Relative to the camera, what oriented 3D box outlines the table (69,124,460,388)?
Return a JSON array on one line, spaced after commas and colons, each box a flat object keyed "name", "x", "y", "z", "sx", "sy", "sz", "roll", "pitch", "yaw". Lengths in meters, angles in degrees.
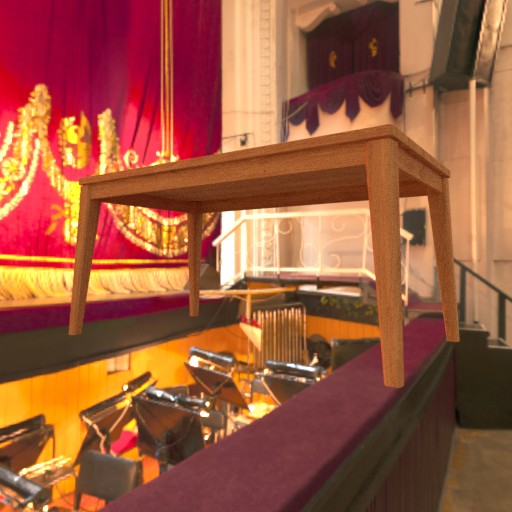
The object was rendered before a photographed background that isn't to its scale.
[{"name": "table", "x": 0.000, "y": 0.000, "z": 2.071, "sx": 1.600, "sy": 0.760, "sz": 0.900, "roll": 0, "pitch": -1, "yaw": 34}]
